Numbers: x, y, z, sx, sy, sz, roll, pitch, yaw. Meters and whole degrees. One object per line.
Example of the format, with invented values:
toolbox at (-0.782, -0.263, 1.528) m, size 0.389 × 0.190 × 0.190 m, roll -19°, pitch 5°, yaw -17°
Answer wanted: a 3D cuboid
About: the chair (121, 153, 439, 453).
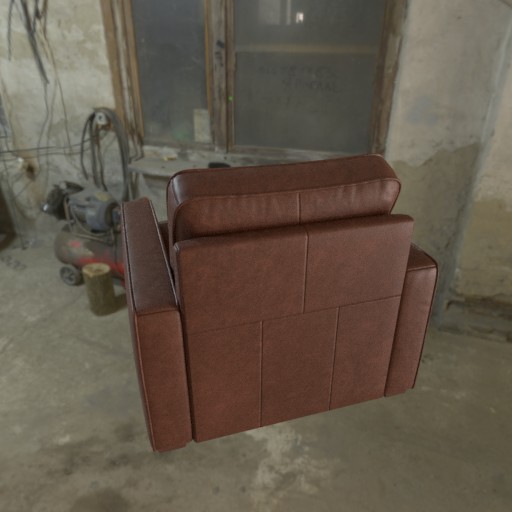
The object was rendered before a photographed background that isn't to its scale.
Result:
chair at (0.000, 0.000, 1.762) m, size 1.017 × 0.919 × 0.940 m, roll -8°, pitch 28°, yaw -15°
